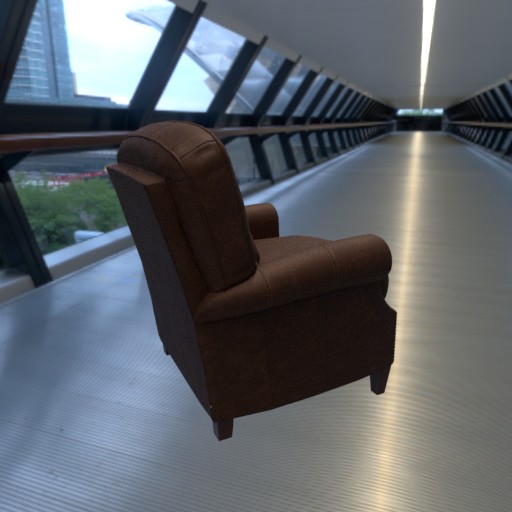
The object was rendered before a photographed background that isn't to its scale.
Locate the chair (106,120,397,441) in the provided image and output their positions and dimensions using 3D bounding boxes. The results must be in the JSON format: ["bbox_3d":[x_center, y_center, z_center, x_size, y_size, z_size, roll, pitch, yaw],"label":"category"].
[{"bbox_3d":[0.000,0.000,1.753,0.986,1.018,0.936,-8,17,-25],"label":"chair"}]
